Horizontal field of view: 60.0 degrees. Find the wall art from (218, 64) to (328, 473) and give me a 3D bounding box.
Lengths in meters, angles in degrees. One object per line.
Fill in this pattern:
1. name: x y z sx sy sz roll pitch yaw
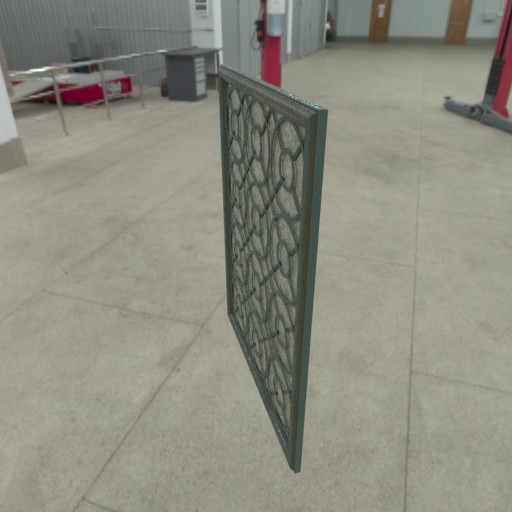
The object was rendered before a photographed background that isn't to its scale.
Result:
1. wall art: 0.000 0.000 1.322 0.030 0.983 0.767 -8 30 -15
